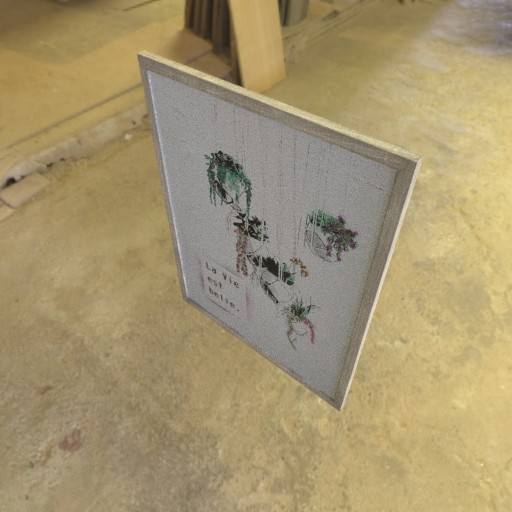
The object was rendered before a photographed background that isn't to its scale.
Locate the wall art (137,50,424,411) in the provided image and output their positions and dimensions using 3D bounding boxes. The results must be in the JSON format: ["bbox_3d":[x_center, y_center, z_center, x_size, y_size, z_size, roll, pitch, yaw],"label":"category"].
[{"bbox_3d":[0.000,0.000,1.354,0.781,1.022,0.035,30,53,26],"label":"wall art"}]
